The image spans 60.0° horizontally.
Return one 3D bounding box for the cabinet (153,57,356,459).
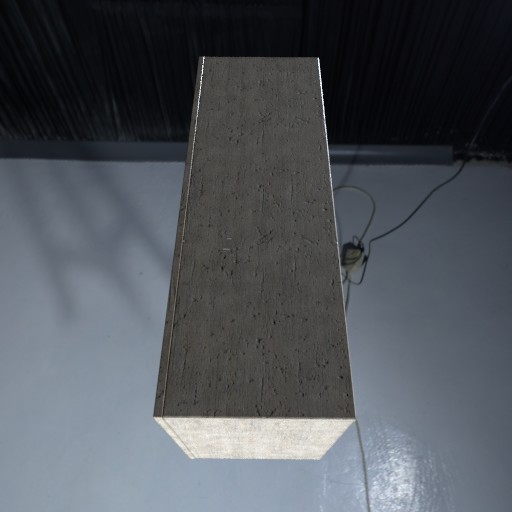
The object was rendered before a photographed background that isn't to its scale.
[{"bbox_3d":[0.000,0.000,1.832,0.511,0.825,1.460,0,58,0],"label":"cabinet"}]
